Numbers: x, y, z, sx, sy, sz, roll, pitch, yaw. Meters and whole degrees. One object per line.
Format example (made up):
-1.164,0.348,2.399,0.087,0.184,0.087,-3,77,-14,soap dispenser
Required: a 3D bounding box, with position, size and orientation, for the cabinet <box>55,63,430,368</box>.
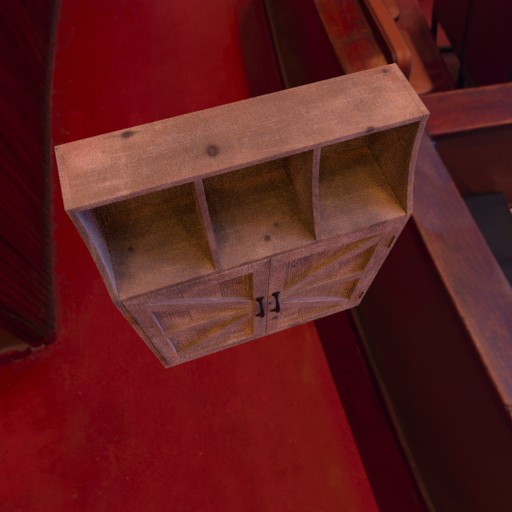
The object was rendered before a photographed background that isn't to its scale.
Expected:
0.000,0.000,0.832,0.489,0.590,0.184,-17,64,-8,cabinet
